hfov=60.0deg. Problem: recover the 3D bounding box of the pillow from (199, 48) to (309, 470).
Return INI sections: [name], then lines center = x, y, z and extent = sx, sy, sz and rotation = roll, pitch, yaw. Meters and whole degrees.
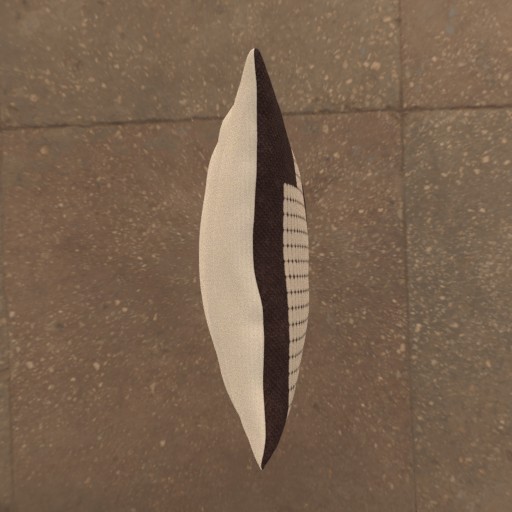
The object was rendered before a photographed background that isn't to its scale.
[pillow]
center = 0.000, 0.000, 0.720
extent = 0.178, 0.473, 0.475
rotation = 0, 90, 0
